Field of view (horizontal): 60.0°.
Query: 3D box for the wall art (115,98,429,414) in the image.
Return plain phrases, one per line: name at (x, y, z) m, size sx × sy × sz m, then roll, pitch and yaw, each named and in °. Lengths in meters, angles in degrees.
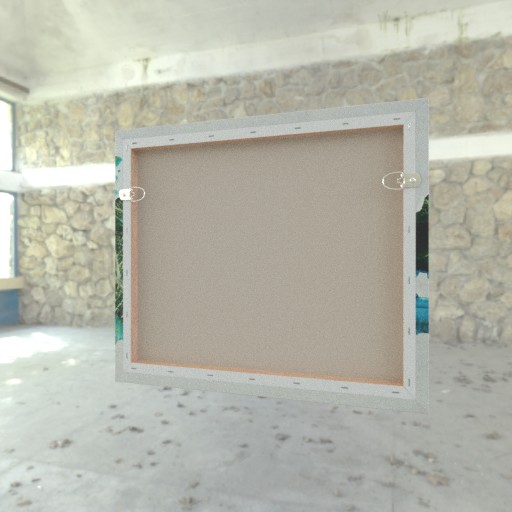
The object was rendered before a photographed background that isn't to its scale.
wall art at (0.000, 0.000, 0.980) m, size 0.711 × 0.610 × 0.043 m, roll 0°, pitch 0°, yaw 18°
